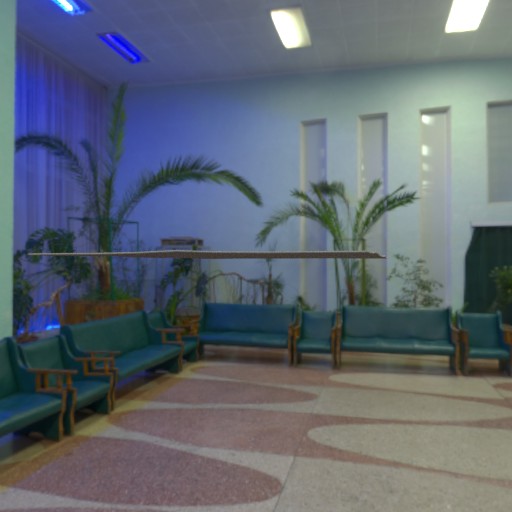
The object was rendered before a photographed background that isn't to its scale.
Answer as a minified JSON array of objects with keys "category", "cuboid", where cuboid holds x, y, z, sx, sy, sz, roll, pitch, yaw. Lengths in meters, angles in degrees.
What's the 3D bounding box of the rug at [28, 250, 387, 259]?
[{"category":"rug","cuboid":[0.000,0.000,4.455,2.428,0.027,3.333,0,-1,18]}]
